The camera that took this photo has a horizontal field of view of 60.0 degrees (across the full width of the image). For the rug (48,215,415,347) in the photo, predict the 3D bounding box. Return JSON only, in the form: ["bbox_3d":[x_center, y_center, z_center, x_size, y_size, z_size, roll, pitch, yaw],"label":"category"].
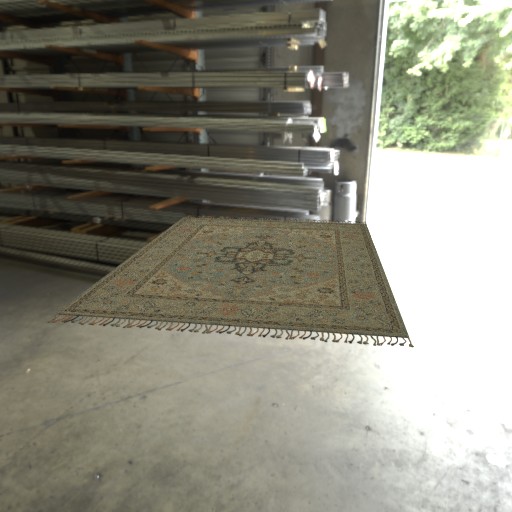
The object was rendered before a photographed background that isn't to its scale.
[{"bbox_3d":[0.000,0.000,4.304,2.379,0.011,3.221,3,18,8],"label":"rug"}]
